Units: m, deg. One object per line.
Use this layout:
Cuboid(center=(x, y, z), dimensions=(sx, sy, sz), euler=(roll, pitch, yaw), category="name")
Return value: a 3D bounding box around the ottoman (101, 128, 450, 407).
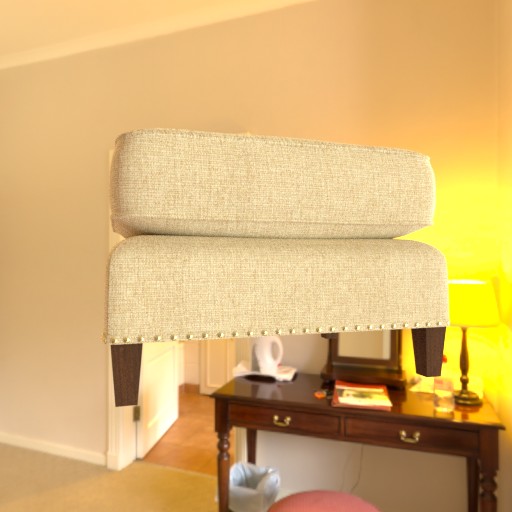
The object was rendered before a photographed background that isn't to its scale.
Cuboid(center=(0.000, 0.000, 1.147), dimensions=(0.738, 0.537, 0.589), euler=(0, 0, -17), category="ottoman")
